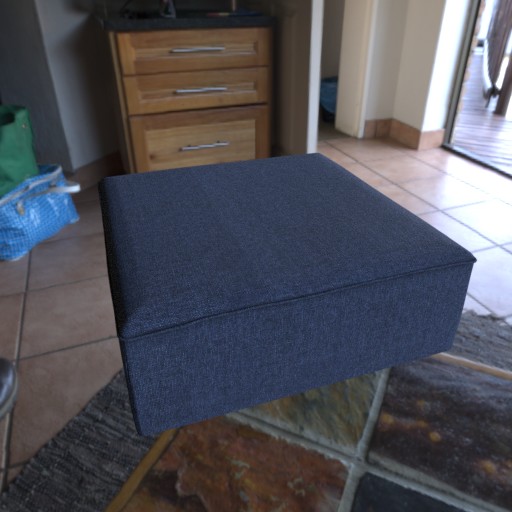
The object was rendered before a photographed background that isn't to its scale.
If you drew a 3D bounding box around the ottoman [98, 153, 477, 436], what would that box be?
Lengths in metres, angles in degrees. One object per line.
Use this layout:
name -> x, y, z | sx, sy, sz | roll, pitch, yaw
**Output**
ottoman -> 0.000, 0.000, 1.601 | 1.017, 0.423, 1.023 | -10, 32, -16
